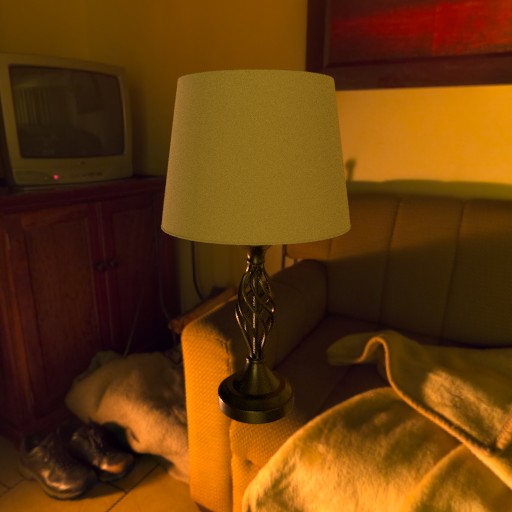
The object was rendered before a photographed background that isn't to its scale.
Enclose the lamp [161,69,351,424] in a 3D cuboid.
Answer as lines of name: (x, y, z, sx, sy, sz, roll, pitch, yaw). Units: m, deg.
lamp: (0.000, 0.000, 0.803, 0.331, 0.594, 0.331, 0, 15, 0)
